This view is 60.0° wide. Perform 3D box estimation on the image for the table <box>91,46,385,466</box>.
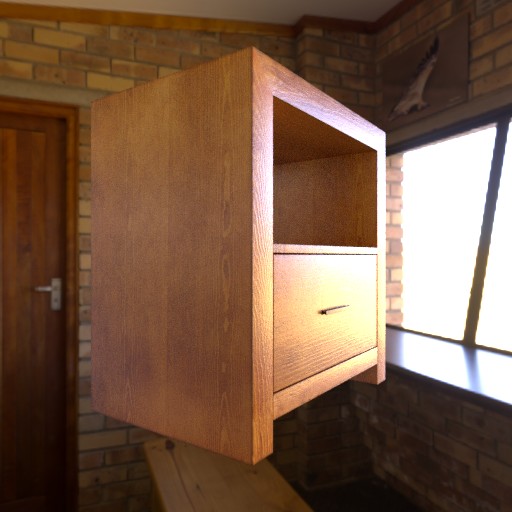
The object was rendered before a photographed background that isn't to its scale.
[{"bbox_3d":[0.000,0.000,0.973,0.400,0.605,0.550,0,0,36],"label":"table"}]
